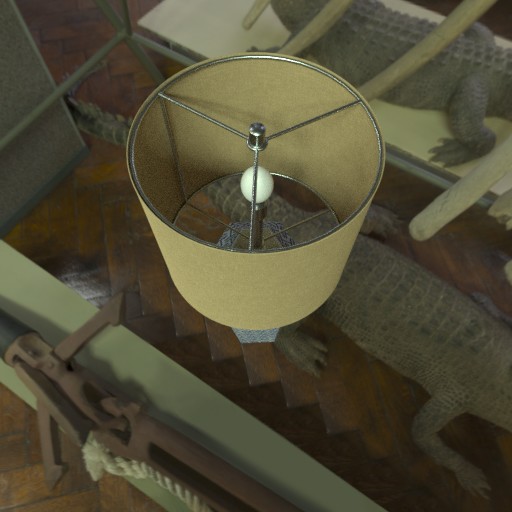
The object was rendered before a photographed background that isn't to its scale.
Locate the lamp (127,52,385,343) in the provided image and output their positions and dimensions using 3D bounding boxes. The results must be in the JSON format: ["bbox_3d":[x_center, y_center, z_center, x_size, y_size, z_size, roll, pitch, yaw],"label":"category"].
[{"bbox_3d":[0.000,0.000,0.838,0.320,0.682,0.320,30,67,14],"label":"lamp"}]
